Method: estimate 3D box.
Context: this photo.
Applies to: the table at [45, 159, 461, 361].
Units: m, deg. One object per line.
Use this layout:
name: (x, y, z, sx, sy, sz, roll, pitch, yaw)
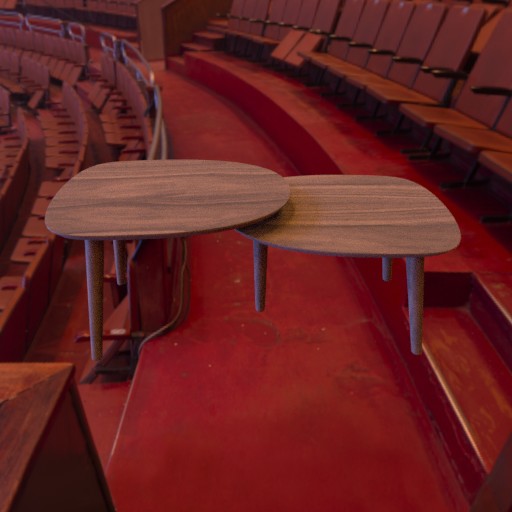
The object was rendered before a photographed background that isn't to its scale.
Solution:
table: (0.000, 0.000, 1.334, 1.084, 0.429, 0.527, -1, 31, -1)
